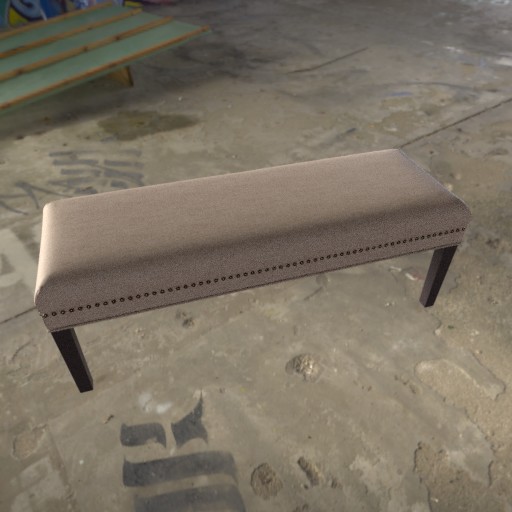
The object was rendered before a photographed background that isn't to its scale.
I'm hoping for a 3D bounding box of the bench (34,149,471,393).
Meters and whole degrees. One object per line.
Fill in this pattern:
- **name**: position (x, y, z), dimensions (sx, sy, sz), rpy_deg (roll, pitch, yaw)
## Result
- **bench**: position (0.000, 0.000, 1.432), dimensions (1.219, 0.457, 0.410), rpy_deg (-11, 41, -13)
